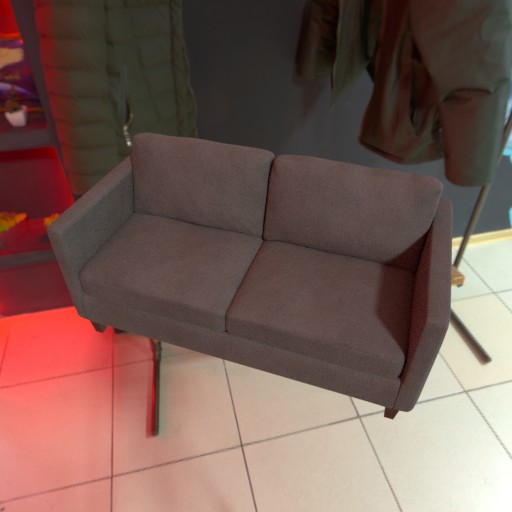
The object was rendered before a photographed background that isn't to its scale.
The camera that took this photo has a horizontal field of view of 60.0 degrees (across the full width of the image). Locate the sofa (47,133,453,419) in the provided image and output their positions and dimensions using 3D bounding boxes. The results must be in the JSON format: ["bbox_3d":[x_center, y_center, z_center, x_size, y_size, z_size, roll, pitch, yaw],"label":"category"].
[{"bbox_3d":[0.000,0.000,2.401,1.884,0.963,0.950,13,42,14],"label":"sofa"}]
